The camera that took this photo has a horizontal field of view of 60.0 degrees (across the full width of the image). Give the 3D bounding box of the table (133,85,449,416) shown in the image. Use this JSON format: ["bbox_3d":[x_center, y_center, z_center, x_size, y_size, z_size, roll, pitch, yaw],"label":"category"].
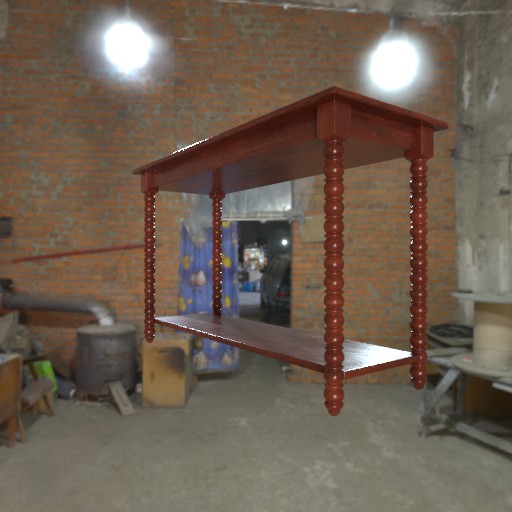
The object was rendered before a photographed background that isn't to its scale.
[{"bbox_3d":[0.000,0.000,1.562,0.459,0.740,1.184,0,0,-36],"label":"table"}]
